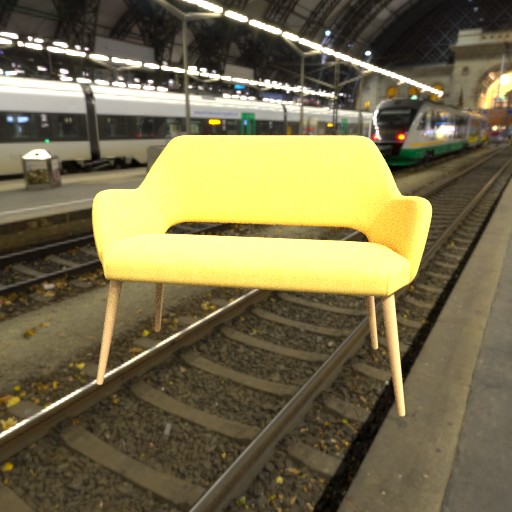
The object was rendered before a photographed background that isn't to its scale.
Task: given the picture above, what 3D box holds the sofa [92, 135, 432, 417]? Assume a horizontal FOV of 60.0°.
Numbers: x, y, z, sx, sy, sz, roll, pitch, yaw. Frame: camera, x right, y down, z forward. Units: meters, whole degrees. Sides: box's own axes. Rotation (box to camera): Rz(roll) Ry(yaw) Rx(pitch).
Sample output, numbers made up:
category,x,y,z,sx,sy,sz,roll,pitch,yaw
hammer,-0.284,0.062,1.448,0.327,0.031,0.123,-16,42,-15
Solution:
category,x,y,z,sx,sy,sz,roll,pitch,yaw
sofa,0.000,0.000,1.615,1.150,0.840,0.610,3,16,10
